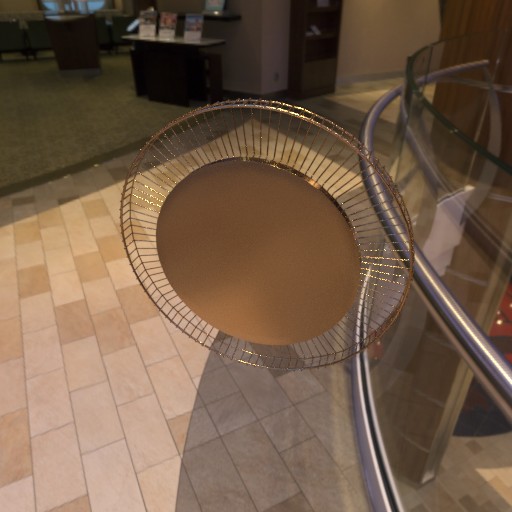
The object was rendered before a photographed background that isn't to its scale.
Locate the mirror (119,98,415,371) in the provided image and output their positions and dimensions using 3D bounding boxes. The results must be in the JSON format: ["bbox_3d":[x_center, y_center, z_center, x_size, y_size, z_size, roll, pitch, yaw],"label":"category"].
[{"bbox_3d":[0.000,0.000,1.044,0.703,0.703,0.067,9,33,15],"label":"mirror"}]
